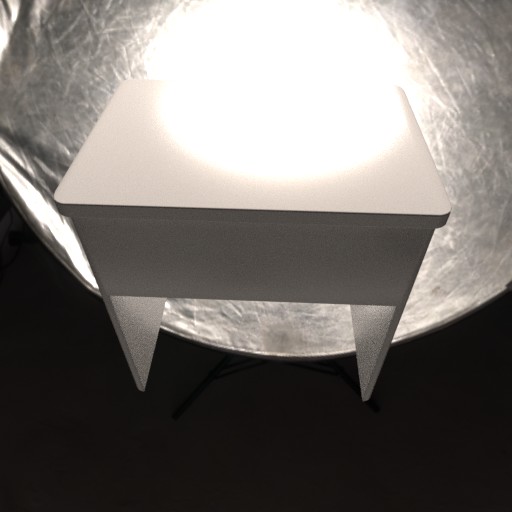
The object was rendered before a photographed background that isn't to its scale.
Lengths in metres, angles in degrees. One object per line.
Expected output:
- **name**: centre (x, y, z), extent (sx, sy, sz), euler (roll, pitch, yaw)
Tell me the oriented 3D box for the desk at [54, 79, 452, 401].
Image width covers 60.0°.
- **desk**: centre (0.000, 0.000, 1.300), extent (0.762, 0.800, 0.549), euler (2, 46, 2)
